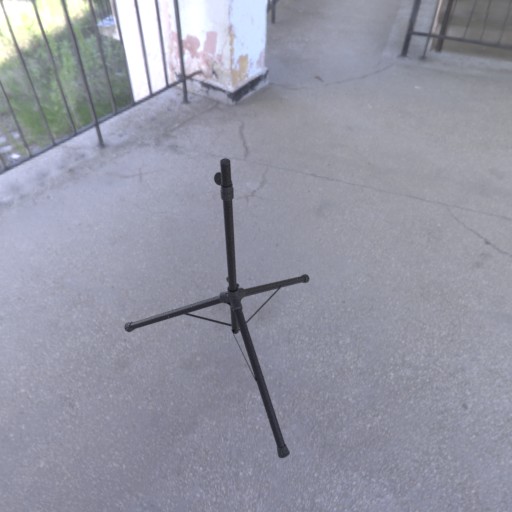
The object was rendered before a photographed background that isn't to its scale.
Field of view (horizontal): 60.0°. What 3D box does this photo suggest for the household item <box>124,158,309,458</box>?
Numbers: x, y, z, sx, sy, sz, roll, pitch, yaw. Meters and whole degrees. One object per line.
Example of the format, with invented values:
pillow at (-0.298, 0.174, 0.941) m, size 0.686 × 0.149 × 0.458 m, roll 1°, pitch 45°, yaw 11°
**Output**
household item at (0.000, 0.000, 1.900) m, size 1.045 × 1.136 × 0.907 m, roll 32°, pitch 55°, yaw 26°
